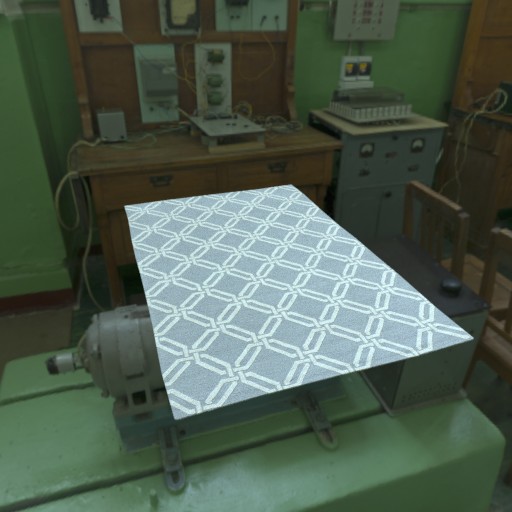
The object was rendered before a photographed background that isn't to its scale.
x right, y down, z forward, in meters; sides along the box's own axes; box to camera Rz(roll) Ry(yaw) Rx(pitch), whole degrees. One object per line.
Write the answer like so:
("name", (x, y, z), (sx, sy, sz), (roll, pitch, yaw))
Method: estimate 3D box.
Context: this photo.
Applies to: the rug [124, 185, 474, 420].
("rug", (0.000, 0.000, 2.224), (1.148, 0.010, 1.754), (-10, 31, -17))
